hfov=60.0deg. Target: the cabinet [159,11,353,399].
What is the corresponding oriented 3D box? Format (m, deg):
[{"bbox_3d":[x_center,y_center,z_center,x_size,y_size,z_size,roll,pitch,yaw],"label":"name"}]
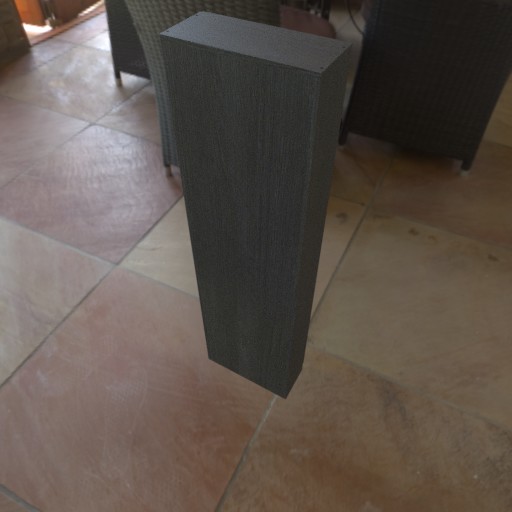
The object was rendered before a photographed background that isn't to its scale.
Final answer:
[{"bbox_3d":[0.000,0.000,1.892,0.500,1.790,0.230,23,51,20],"label":"cabinet"}]
